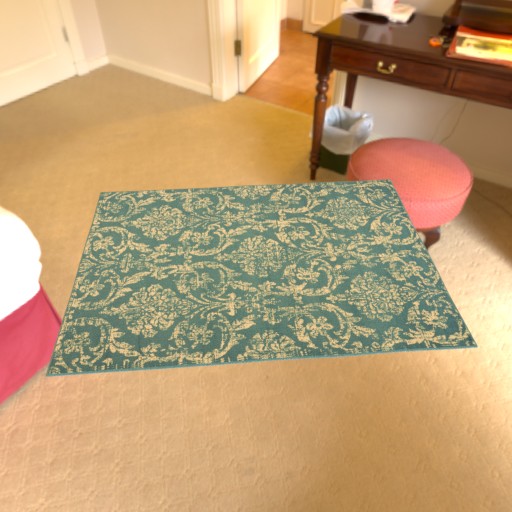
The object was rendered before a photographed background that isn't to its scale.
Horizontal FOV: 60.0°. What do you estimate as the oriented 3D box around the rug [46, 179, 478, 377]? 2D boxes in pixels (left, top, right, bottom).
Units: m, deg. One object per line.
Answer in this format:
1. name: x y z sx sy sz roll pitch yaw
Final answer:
1. rug: 0.000 0.000 2.808 2.205 0.012 1.554 -3 44 -3
